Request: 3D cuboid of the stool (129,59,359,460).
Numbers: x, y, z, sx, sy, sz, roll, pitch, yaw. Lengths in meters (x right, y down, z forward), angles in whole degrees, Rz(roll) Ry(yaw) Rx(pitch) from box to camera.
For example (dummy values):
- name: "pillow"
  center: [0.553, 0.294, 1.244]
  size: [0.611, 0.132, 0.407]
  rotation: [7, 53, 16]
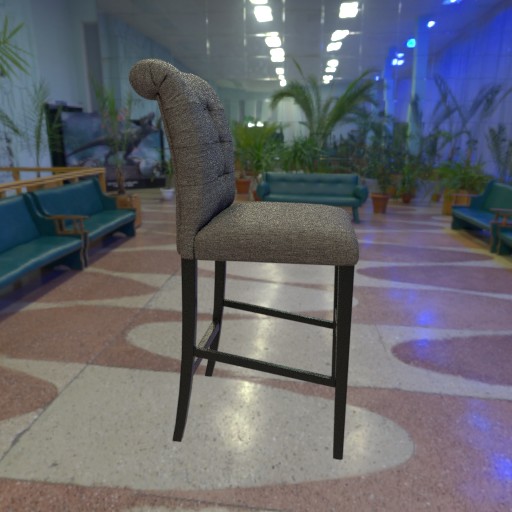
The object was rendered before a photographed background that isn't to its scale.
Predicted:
- name: "stool"
  center: [0.000, 0.000, 1.426]
  size: [0.613, 1.131, 0.452]
  rotation: [2, 15, 8]
